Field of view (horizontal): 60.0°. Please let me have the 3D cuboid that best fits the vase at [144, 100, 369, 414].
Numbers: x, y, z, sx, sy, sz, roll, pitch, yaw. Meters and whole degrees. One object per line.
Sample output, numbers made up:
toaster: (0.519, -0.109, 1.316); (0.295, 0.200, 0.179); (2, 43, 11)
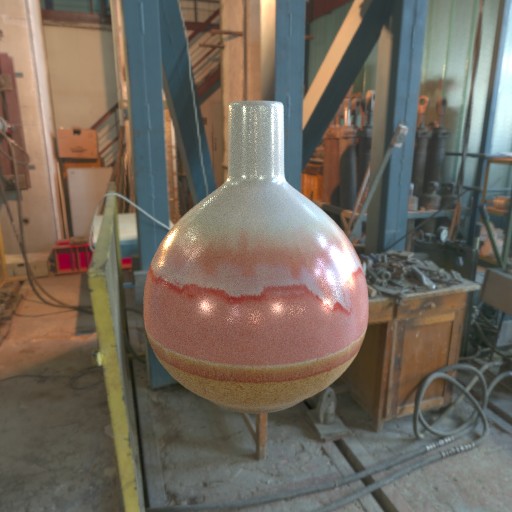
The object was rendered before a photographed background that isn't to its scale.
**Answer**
vase: (0.000, 0.000, 0.269); (0.137, 0.176, 0.137); (0, 16, 0)
